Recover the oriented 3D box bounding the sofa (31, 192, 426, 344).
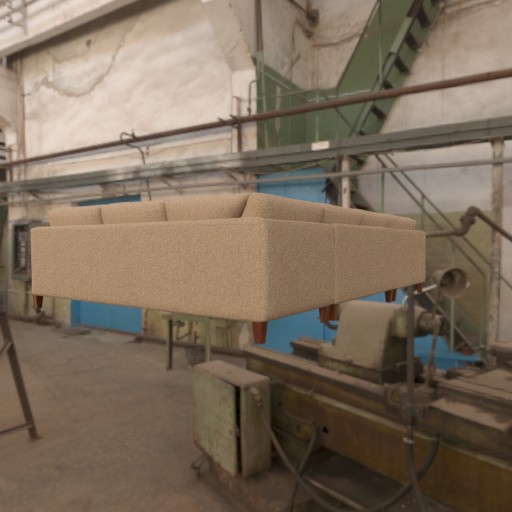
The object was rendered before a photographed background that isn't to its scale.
[{"bbox_3d":[0.000,0.000,4.553,2.551,0.889,3.403,1,2,35],"label":"sofa"}]
